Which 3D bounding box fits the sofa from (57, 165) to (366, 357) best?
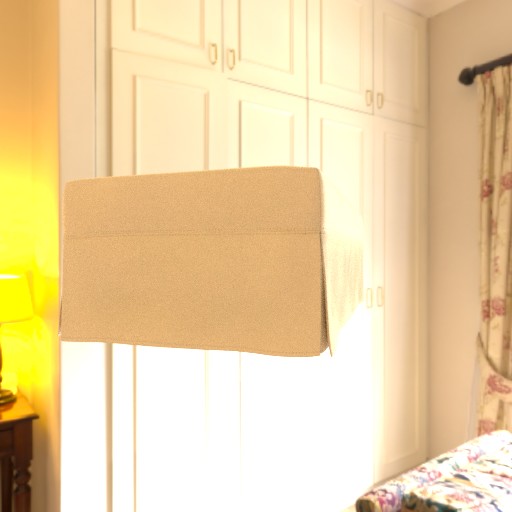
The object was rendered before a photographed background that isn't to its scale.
[{"bbox_3d":[0.000,0.000,2.118,0.939,0.552,1.677,0,0,17],"label":"sofa"}]
